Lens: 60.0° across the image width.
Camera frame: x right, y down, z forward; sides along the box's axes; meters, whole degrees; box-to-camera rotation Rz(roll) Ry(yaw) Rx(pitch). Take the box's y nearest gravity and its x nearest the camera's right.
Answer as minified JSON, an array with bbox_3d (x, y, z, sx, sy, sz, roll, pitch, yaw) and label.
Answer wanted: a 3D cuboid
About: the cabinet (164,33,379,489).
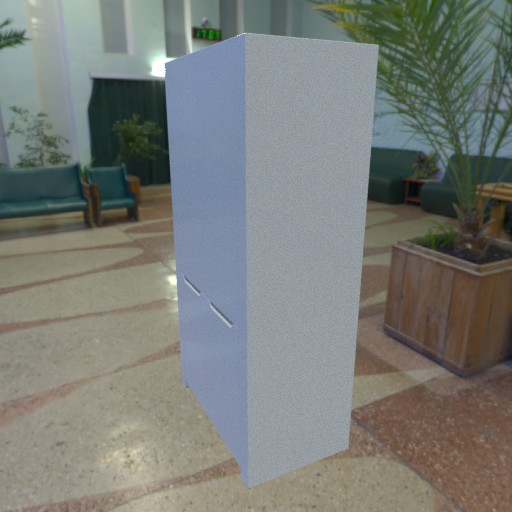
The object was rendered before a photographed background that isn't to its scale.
[{"bbox_3d":[0.000,0.000,2.310,0.580,1.920,0.980,-9,19,-26],"label":"cabinet"}]
